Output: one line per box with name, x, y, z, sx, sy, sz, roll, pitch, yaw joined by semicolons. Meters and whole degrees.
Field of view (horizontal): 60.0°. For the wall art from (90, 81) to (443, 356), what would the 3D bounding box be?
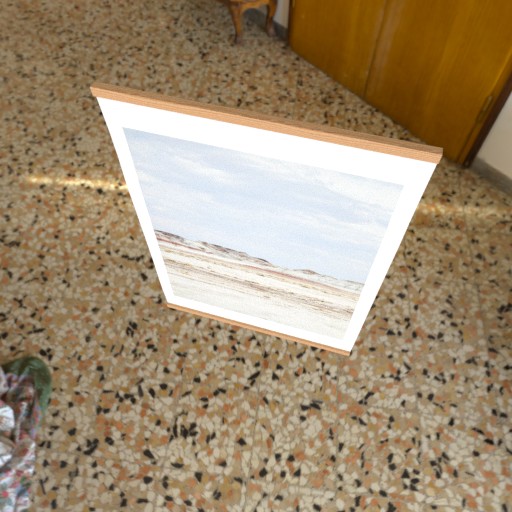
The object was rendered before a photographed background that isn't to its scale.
wall art;0.000;0.000;1.320;0.739;1.016;0.020;14;57;9
